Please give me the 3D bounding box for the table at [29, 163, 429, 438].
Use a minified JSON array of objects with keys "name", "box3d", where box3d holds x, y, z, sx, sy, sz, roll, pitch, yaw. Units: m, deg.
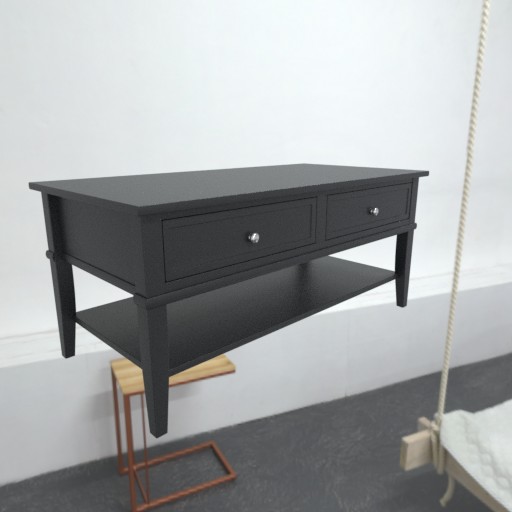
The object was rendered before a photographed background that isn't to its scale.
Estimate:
[{"name":"table","box3d":[0.000,0.000,1.315,1.044,0.470,0.523,-14,21,-42]}]
